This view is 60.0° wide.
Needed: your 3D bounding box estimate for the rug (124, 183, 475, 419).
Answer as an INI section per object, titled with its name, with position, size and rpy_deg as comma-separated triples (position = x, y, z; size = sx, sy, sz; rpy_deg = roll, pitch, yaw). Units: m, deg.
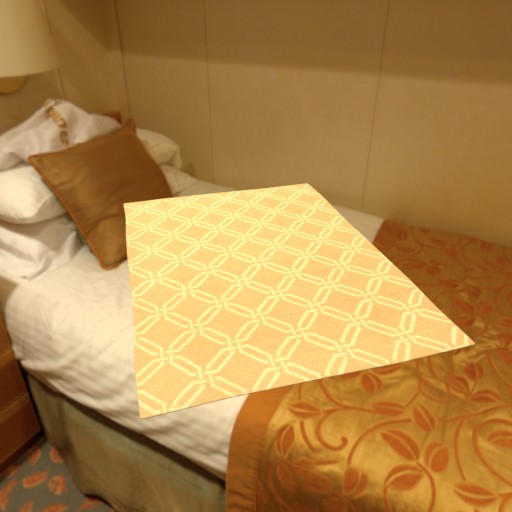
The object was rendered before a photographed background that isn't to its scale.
[rug]
position = 0.000, 0.000, 4.368
size = 2.452, 0.020, 3.365
rpy_deg = -8, 32, -14
